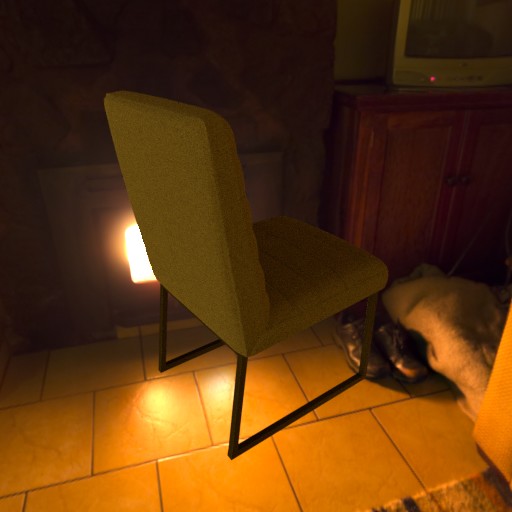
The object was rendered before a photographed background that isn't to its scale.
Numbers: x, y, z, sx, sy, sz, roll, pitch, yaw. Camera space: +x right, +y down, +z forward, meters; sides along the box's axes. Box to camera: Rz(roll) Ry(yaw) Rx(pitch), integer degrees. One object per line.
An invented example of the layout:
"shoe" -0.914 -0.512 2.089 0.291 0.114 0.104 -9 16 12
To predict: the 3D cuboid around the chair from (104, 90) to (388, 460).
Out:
"chair" 0.000 0.000 1.323 0.634 0.930 0.520 -18 32 -32
